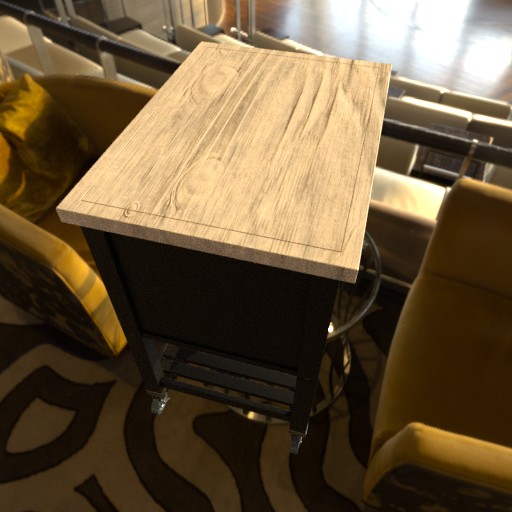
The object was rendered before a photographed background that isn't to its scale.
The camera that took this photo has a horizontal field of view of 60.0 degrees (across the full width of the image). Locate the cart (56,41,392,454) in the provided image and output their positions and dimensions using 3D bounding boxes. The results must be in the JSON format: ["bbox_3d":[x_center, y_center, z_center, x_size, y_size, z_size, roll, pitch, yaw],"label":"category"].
[{"bbox_3d":[0.000,0.000,1.374,0.567,0.920,0.797,12,49,10],"label":"cart"}]
